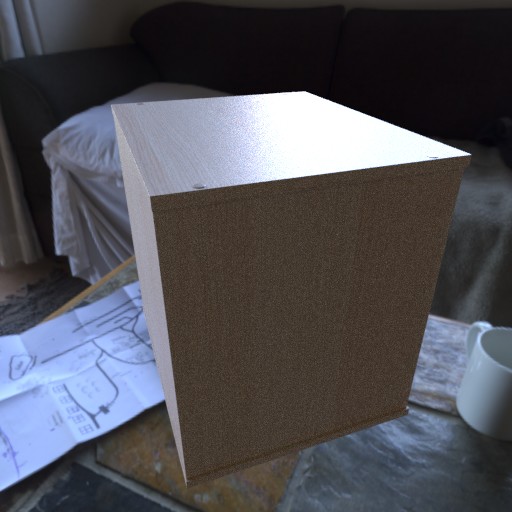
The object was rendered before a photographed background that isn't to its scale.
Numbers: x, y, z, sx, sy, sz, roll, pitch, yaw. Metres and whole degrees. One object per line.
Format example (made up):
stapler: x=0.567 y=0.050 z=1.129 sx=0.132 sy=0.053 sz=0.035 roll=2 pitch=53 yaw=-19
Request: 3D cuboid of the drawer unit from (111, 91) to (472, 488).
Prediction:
drawer unit: x=0.000 y=0.000 z=0.587 sx=0.290 sy=0.344 sz=0.349 roll=-10 pitch=31 yaw=-17
